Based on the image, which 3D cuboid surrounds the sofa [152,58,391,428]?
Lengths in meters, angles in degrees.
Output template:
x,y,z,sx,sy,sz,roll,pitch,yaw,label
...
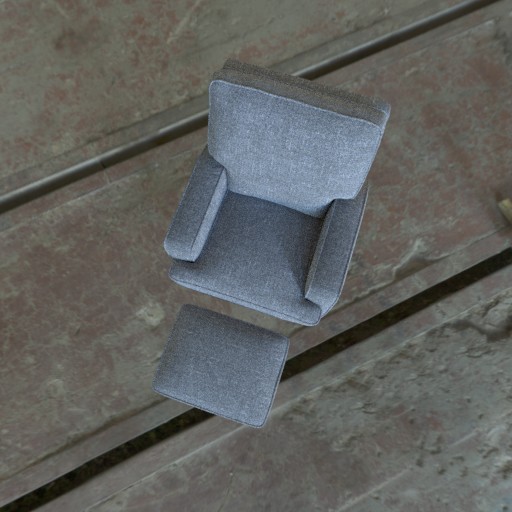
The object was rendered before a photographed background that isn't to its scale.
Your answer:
x,y,z,sx,sy,sz,roll,pitch,yaw,label
0.000,0.000,2.082,0.861,0.959,1.472,18,75,5,sofa
